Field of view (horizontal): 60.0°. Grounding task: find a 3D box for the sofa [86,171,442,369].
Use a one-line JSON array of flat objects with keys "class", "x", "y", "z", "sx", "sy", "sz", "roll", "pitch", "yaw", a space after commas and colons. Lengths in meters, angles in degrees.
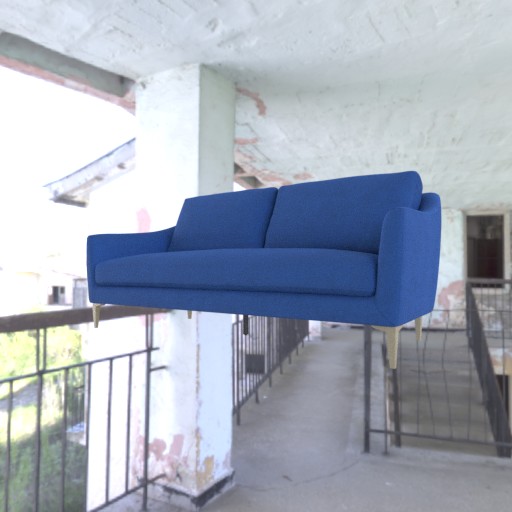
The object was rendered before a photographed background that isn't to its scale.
[{"class": "sofa", "x": 0.000, "y": 0.000, "z": 2.601, "sx": 2.036, "sy": 0.903, "sz": 0.960, "roll": -1, "pitch": -2, "yaw": 36}]
